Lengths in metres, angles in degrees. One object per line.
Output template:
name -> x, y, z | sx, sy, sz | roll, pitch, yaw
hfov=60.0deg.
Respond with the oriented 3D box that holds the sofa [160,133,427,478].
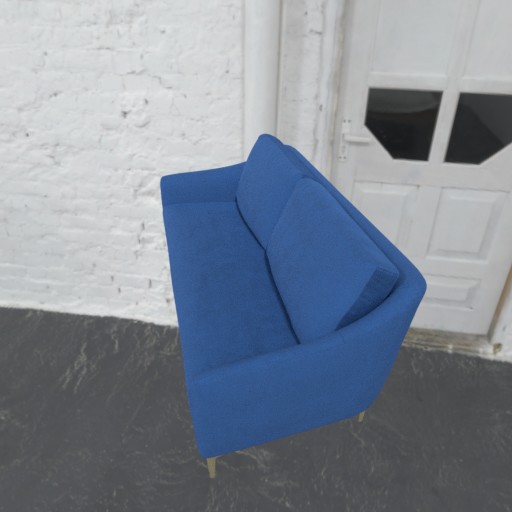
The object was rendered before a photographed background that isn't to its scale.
sofa -> 0.000, 0.000, 2.498 | 0.960, 0.903, 2.036 | -7, 32, -12
